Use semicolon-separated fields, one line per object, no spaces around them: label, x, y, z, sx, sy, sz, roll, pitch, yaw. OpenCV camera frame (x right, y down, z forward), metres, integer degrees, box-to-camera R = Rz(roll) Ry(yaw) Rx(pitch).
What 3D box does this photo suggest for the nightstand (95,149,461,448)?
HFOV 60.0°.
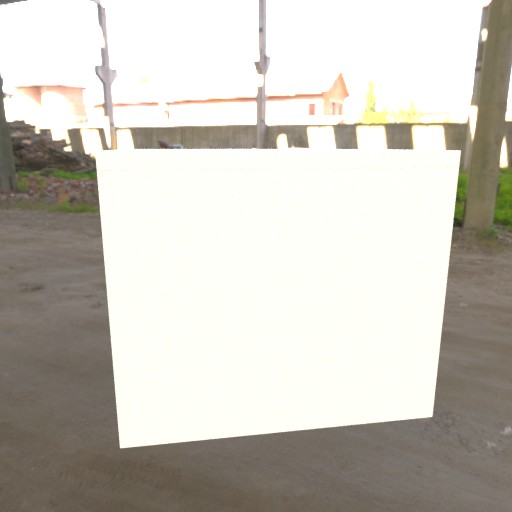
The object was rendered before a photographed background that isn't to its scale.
nightstand;0.000;0.000;0.751;0.408;0.351;0.470;-2;14;-9
